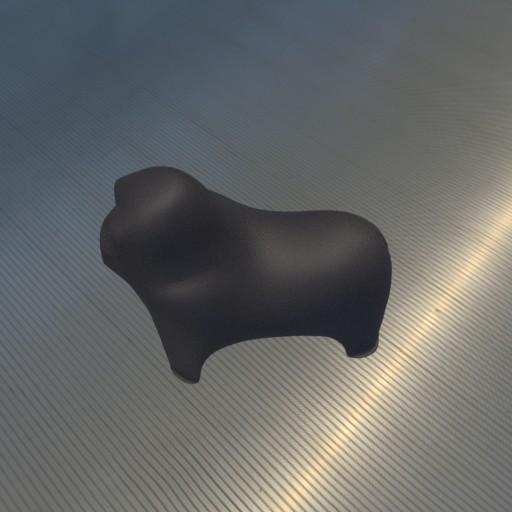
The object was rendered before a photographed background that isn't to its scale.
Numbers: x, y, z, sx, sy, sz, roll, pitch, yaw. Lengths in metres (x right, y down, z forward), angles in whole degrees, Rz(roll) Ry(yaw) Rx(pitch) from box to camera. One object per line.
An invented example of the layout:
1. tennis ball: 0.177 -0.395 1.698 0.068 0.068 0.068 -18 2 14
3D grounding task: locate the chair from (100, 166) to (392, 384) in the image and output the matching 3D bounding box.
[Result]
1. chair: 0.000 0.000 1.184 0.758 0.600 0.490 -2 57 -2
